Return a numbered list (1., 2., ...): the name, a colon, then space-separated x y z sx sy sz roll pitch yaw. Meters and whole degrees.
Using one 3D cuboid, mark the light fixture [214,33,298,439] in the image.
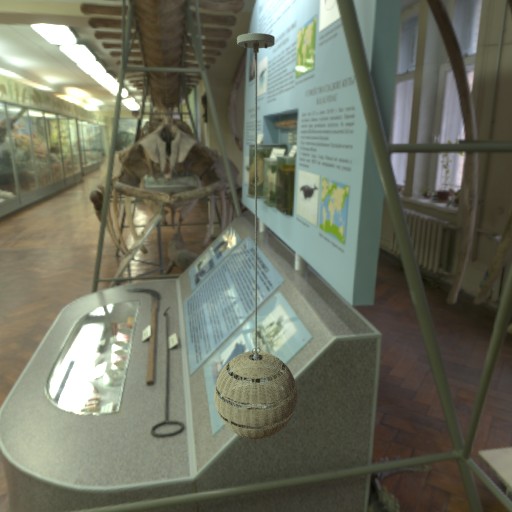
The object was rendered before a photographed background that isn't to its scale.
1. light fixture: 0.000 0.000 2.237 0.457 2.019 0.457 -3 15 -10
